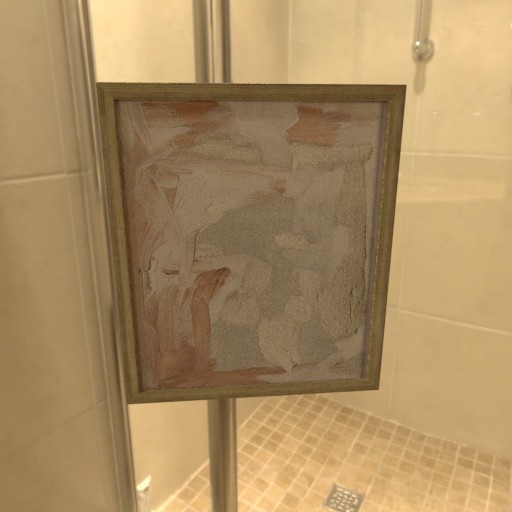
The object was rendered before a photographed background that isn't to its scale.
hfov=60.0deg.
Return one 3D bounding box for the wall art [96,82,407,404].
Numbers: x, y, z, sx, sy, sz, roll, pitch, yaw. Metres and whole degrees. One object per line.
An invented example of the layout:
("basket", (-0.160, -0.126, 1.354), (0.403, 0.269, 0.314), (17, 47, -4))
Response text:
("wall art", (0.000, 0.000, 0.768), (0.483, 0.559, 0.009), (-2, 17, -5))
